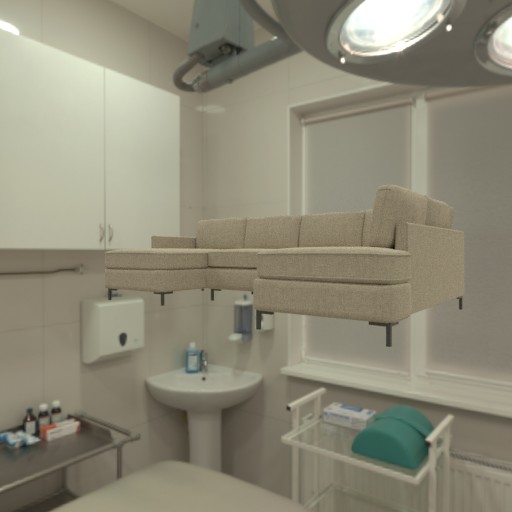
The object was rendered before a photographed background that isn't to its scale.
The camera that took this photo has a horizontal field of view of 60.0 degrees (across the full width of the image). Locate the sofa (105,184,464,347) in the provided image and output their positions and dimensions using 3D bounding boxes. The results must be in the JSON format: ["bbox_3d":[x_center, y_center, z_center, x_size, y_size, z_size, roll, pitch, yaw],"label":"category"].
[{"bbox_3d":[0.000,0.000,4.319,3.423,0.996,2.021,0,1,37],"label":"sofa"}]
